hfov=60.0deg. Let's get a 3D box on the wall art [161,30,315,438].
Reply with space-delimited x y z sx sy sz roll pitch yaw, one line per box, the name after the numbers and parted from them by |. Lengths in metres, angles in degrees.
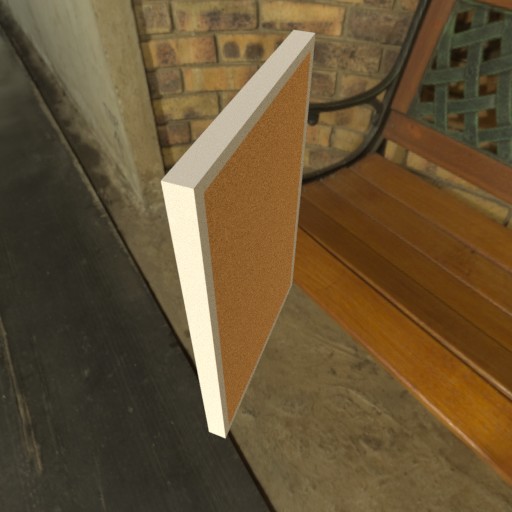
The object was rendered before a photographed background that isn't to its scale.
0.000 0.000 0.841 0.038 0.657 0.450 16 49 14 | wall art
